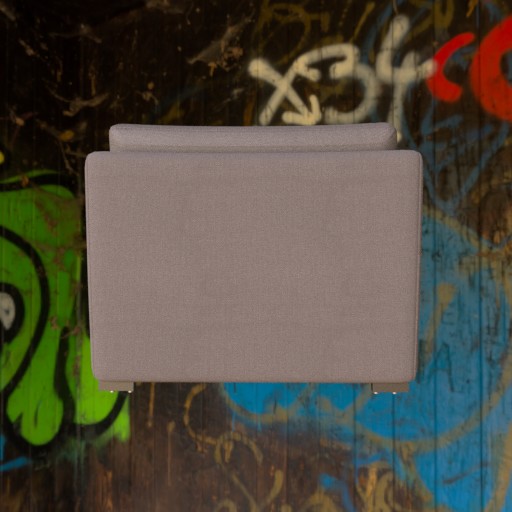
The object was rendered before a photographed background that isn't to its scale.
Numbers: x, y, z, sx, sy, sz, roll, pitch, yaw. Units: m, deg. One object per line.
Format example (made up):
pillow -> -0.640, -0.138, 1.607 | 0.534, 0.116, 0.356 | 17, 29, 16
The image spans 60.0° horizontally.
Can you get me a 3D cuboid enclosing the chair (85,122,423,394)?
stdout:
chair -> 0.000, 0.000, 1.973 | 1.168, 0.940, 1.143 | 0, -1, 1
